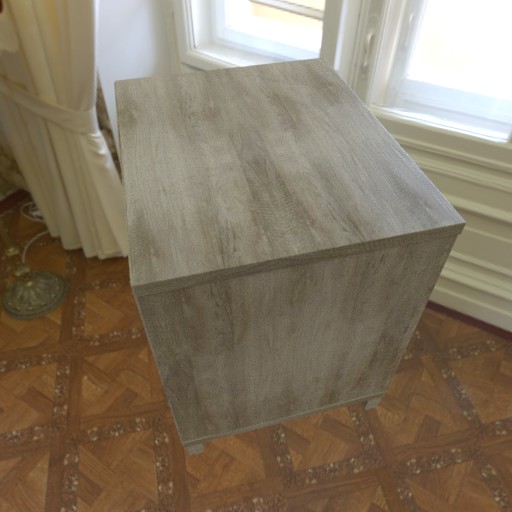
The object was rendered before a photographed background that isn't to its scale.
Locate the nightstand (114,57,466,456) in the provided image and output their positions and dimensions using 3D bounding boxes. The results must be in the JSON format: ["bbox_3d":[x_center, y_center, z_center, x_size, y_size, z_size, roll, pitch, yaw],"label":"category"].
[{"bbox_3d":[0.000,0.000,0.740,0.347,0.448,0.427,-11,48,-10],"label":"nightstand"}]
